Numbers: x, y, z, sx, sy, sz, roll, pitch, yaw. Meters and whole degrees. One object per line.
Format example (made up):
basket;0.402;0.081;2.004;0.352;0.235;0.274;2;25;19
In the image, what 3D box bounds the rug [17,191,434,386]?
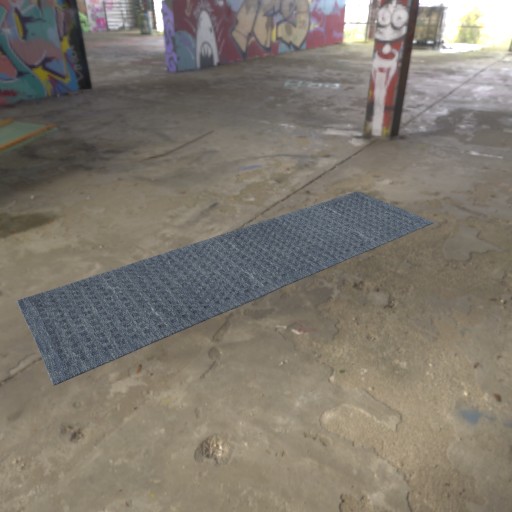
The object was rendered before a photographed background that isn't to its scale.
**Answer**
rug;0.000;0.000;2.582;2.443;0.008;0.688;-20;36;-30
